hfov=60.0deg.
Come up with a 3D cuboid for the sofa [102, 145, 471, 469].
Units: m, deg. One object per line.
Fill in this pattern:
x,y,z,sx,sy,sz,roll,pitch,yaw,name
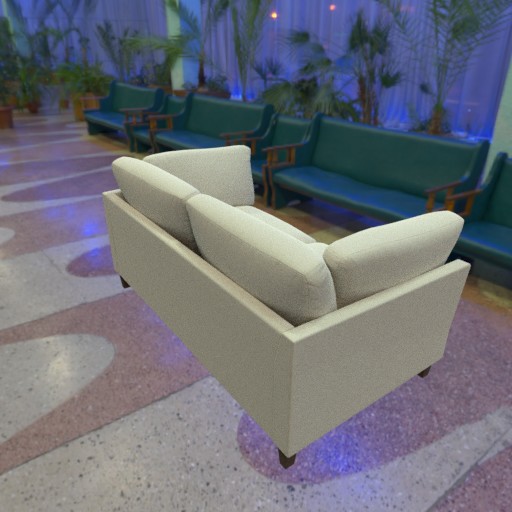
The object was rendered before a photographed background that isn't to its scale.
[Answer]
0.000,0.000,2.296,0.970,0.836,1.776,-18,32,-32,sofa
